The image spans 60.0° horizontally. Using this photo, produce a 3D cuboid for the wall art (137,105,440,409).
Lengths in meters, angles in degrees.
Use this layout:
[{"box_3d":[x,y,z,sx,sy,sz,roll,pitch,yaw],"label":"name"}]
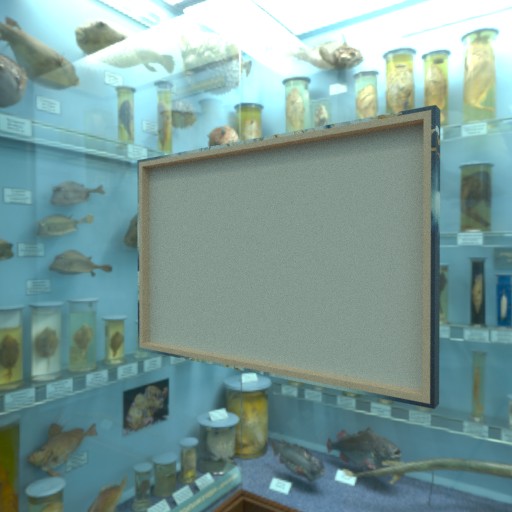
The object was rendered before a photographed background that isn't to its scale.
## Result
[{"box_3d":[0.000,0.000,1.169,0.912,0.608,0.038,0,1,36],"label":"wall art"}]
